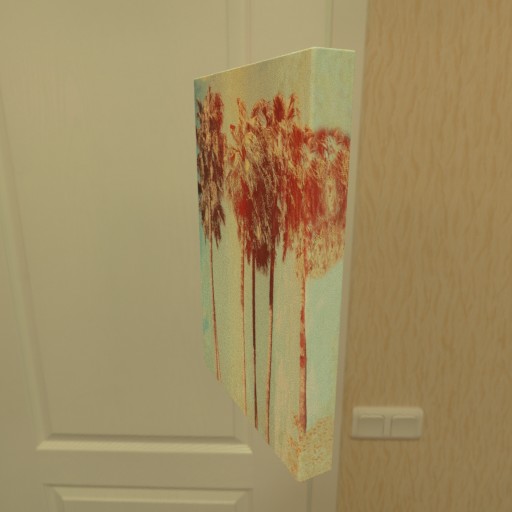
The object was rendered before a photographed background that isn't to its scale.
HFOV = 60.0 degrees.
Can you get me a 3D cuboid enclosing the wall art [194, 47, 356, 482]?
[{"bbox_3d":[0.000,0.000,0.482,0.039,0.380,0.251,-8,18,-26],"label":"wall art"}]
